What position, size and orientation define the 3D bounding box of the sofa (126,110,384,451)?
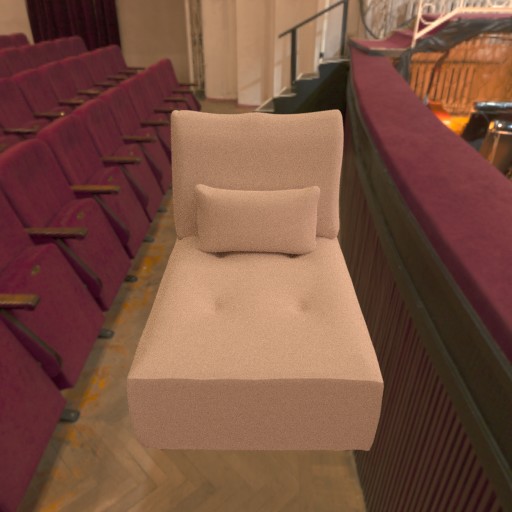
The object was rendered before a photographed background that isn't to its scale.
[{"bbox_3d":[0.000,0.000,1.558,0.700,0.820,1.000,0,30,0],"label":"sofa"}]
